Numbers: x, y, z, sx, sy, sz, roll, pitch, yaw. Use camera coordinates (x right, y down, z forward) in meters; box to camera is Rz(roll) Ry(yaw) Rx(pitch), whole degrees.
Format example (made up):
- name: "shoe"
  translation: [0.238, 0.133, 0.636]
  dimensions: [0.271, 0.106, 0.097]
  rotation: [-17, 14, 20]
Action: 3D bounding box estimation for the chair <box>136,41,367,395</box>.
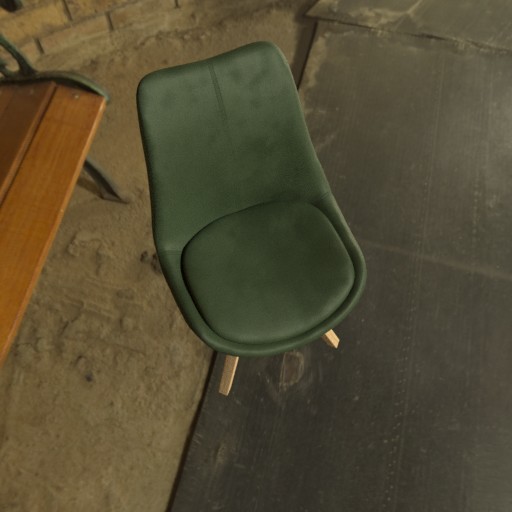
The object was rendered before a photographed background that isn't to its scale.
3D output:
- name: "chair"
  translation: [0.000, 0.000, 1.181]
  dimensions: [0.483, 0.865, 0.547]
  rotation: [-21, 65, -10]
